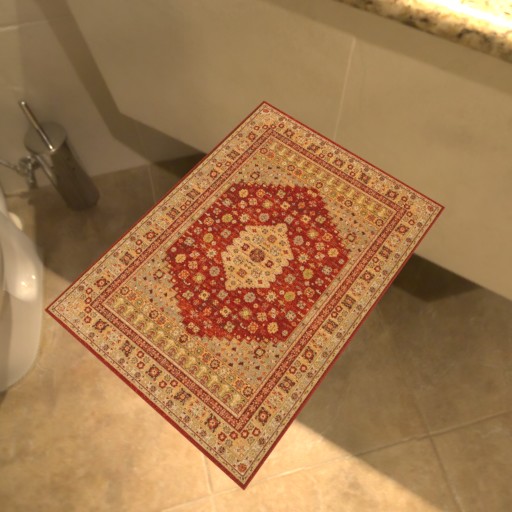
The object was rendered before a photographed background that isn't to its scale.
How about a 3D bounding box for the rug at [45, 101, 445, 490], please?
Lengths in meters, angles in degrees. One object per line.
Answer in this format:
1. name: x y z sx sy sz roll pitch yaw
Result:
1. rug: 0.000 0.000 2.907 1.593 0.013 2.211 35 69 16
